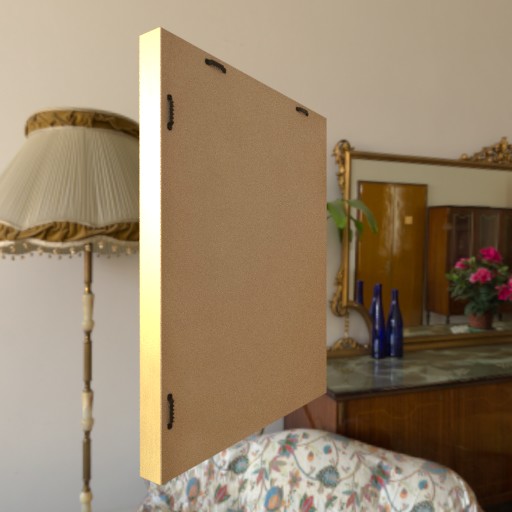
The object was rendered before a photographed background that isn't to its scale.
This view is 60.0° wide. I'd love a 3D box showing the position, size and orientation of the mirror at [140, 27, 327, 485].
[{"bbox_3d":[0.000,0.000,0.663,0.041,0.508,0.405,0,0,36],"label":"mirror"}]
